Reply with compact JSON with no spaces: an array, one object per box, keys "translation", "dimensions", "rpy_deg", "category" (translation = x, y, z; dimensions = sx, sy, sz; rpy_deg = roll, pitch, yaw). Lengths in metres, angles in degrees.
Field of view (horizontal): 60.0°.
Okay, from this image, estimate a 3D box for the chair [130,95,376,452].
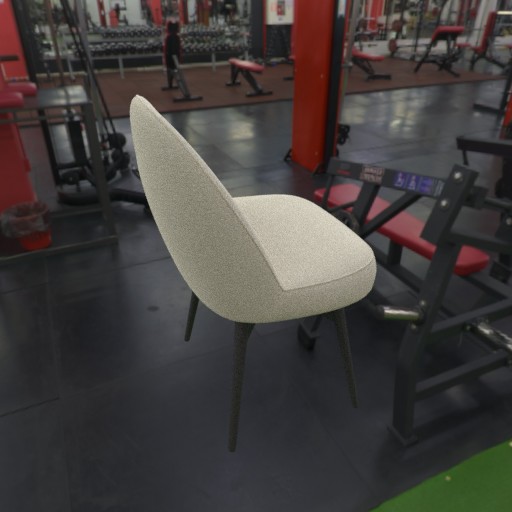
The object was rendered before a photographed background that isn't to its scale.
[{"translation":[0.000,0.000,1.171],"dimensions":[0.540,0.838,0.532],"rpy_deg":[-12,32,-19],"category":"chair"}]
